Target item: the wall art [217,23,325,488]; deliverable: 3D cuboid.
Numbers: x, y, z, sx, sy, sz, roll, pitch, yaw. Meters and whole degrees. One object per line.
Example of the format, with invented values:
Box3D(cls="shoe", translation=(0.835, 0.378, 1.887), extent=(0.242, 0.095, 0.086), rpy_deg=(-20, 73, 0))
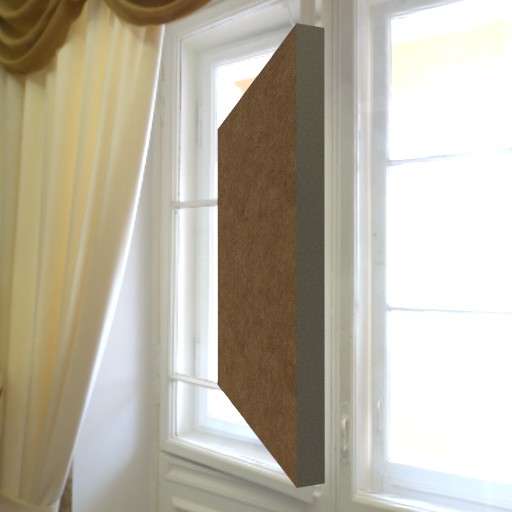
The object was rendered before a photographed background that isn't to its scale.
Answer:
Box3D(cls="wall art", translation=(0.000, 0.000, 0.750), extent=(0.037, 0.554, 0.453), rpy_deg=(0, 0, -17))
